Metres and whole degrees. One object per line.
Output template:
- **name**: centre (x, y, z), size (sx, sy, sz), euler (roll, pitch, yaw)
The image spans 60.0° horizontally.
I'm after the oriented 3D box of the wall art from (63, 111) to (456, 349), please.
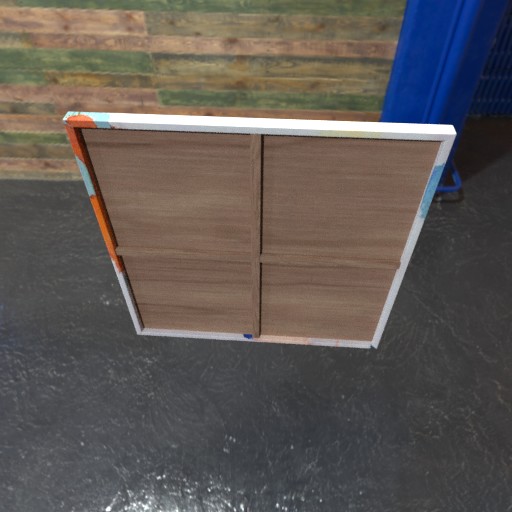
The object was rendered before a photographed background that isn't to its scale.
- **wall art**: centre (0.000, 0.000, 1.523), size (1.017, 1.017, 0.044), euler (3, 47, 3)
